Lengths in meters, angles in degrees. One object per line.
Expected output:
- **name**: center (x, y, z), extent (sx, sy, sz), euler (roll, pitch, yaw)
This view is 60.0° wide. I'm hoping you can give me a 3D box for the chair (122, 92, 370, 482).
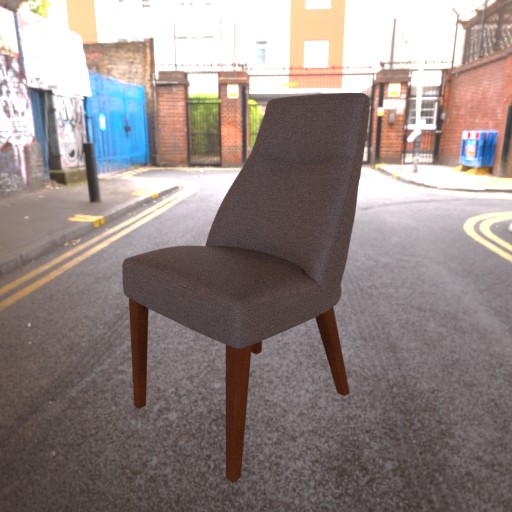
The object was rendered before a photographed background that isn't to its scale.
- **chair**: center (0.000, 0.000, 1.308), extent (0.500, 0.930, 0.620), euler (15, 21, 42)
